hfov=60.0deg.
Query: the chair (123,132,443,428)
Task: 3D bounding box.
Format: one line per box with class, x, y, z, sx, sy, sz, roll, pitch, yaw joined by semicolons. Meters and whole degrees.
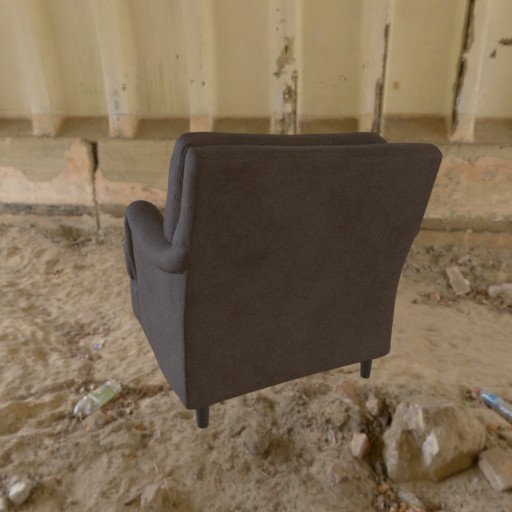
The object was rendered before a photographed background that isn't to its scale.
chair;0.000;0.000;1.849;0.955;0.997;1.070;-8;17;-26
